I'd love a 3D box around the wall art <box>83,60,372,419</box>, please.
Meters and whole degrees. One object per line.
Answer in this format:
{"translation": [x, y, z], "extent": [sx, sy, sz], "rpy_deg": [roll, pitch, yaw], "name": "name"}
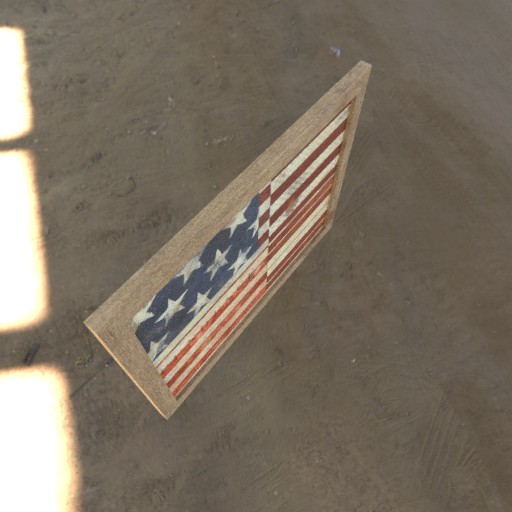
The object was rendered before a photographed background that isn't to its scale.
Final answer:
{"translation": [0.000, 0.000, 0.937], "extent": [0.026, 0.535, 0.690], "rpy_deg": [34, 64, 19], "name": "wall art"}
